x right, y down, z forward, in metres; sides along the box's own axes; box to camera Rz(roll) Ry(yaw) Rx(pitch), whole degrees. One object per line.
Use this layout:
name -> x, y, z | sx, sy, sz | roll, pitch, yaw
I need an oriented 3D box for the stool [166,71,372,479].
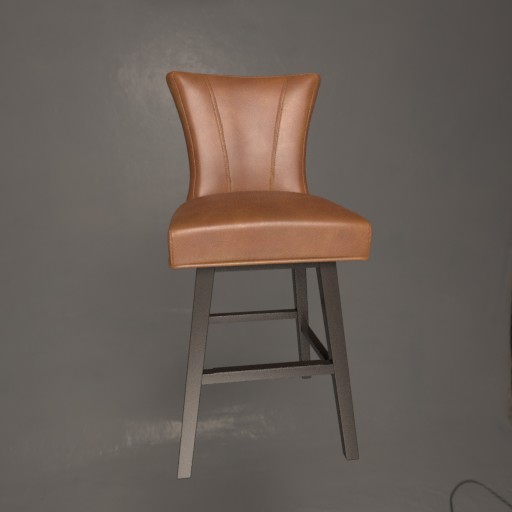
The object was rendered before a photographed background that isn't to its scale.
stool -> 0.000, 0.000, 1.363 | 0.522, 1.094, 0.585 | -2, 17, -8
